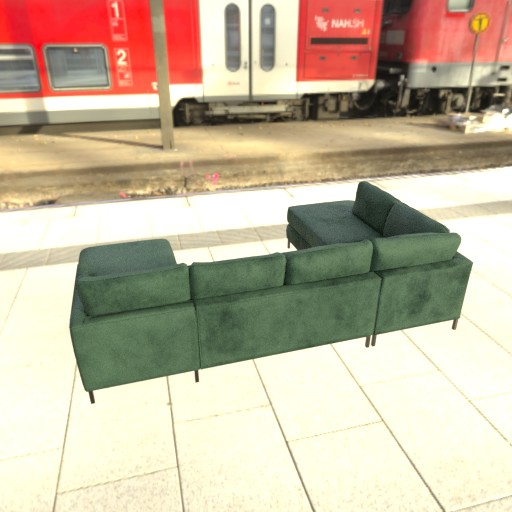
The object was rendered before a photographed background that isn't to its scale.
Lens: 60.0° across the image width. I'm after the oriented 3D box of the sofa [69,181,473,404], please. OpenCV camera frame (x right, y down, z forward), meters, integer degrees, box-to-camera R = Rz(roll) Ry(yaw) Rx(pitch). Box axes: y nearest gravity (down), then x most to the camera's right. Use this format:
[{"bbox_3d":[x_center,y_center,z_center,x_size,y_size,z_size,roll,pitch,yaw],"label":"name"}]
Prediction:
[{"bbox_3d":[0.000,0.000,3.943,2.994,0.861,1.992,-8,27,-15],"label":"sofa"}]
